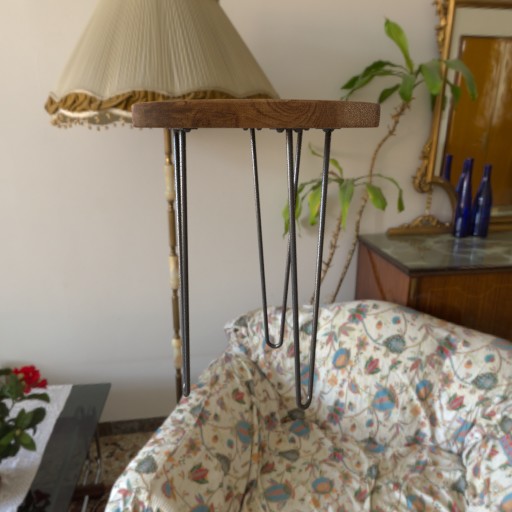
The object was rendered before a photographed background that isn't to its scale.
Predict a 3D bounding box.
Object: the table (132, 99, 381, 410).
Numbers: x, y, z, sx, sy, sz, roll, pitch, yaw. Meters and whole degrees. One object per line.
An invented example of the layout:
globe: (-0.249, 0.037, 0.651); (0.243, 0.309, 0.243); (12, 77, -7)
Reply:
table: (0.000, 0.000, 0.808); (0.400, 0.520, 0.400); (0, 16, 0)
